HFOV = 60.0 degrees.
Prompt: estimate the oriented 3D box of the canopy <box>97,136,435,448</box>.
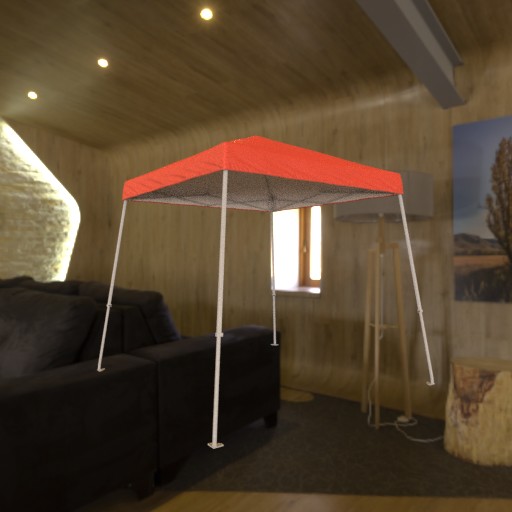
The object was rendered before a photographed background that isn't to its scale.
[{"bbox_3d":[0.000,0.000,5.249,2.849,2.850,2.850,0,0,-36],"label":"canopy"}]
